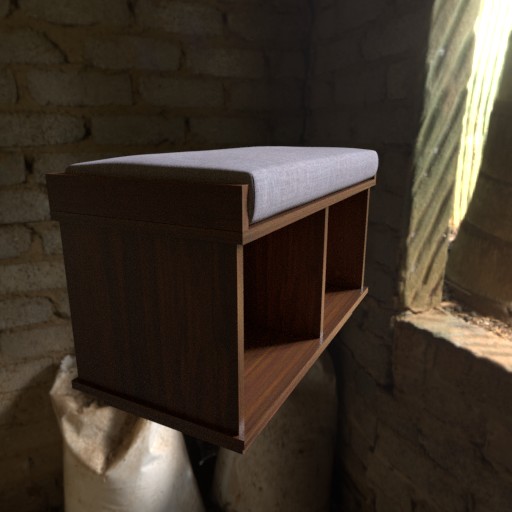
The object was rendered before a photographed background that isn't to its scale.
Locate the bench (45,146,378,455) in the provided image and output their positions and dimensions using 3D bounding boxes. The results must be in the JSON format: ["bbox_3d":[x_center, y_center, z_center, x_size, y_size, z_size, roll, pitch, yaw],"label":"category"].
[{"bbox_3d":[0.000,0.000,0.979,0.362,0.461,0.734,8,18,26],"label":"bench"}]
